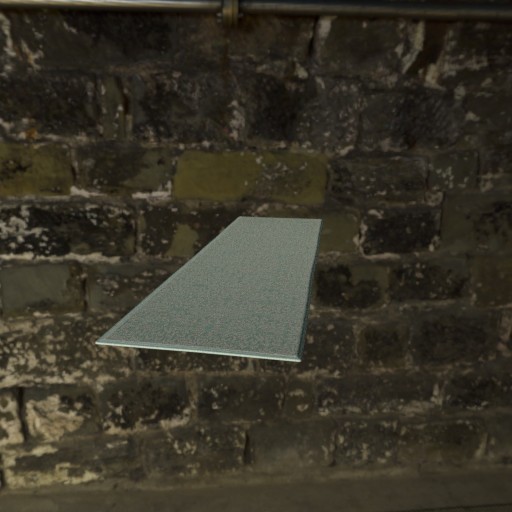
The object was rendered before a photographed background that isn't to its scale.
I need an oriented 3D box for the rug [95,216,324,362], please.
[{"bbox_3d":[0.000,0.000,2.405,0.662,0.011,2.196,3,16,10],"label":"rug"}]
